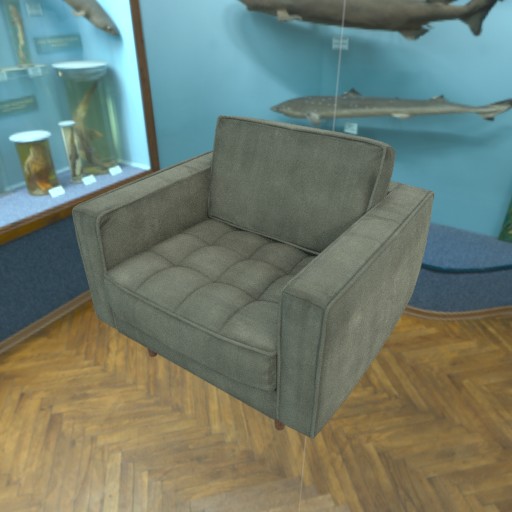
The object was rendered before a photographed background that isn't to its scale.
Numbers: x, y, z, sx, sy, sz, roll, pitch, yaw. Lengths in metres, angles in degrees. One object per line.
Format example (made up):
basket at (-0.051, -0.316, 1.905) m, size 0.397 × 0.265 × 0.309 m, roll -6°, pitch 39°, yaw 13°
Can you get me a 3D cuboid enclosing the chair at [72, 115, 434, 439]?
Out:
chair at (0.000, 0.000, 1.495) m, size 0.928 × 0.773 × 0.843 m, roll 20°, pitch 36°, yaw 29°
